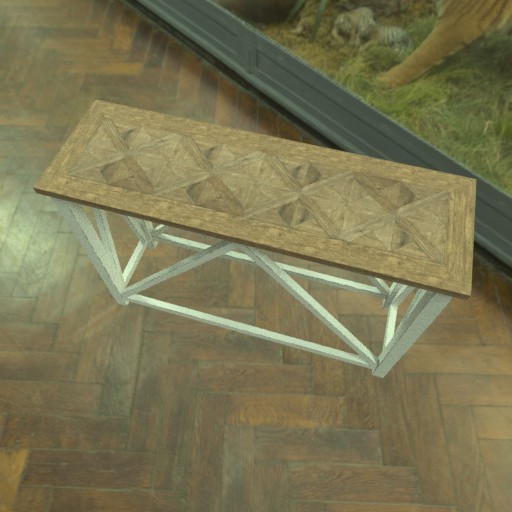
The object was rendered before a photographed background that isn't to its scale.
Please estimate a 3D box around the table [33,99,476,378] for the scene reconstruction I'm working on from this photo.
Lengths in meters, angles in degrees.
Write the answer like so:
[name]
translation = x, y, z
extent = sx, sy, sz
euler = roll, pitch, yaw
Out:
[table]
translation = 0.000, 0.000, 1.865
extent = 1.400, 0.930, 0.450
euler = 14, 60, 8
